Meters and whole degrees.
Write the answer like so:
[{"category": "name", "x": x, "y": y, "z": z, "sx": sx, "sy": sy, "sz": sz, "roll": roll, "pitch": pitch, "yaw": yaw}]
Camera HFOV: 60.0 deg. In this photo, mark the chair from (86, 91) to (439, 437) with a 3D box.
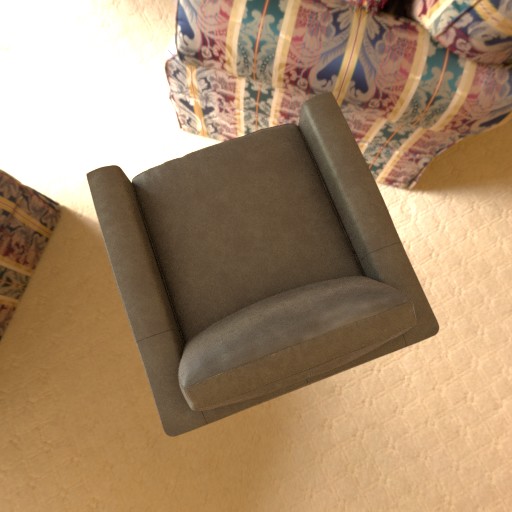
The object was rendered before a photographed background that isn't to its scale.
[{"category": "chair", "x": 0.000, "y": 0.000, "z": 1.837, "sx": 1.106, "sy": 0.807, "sz": 1.080, "roll": -20, "pitch": 78, "yaw": -5}]
